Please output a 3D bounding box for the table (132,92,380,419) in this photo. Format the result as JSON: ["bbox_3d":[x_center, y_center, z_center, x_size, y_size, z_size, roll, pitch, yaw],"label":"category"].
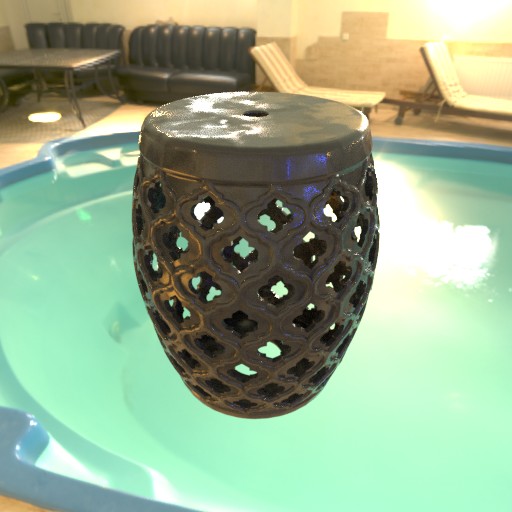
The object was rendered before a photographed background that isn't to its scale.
[{"bbox_3d":[0.000,0.000,0.616,0.325,0.388,0.325,0,32,0],"label":"table"}]
